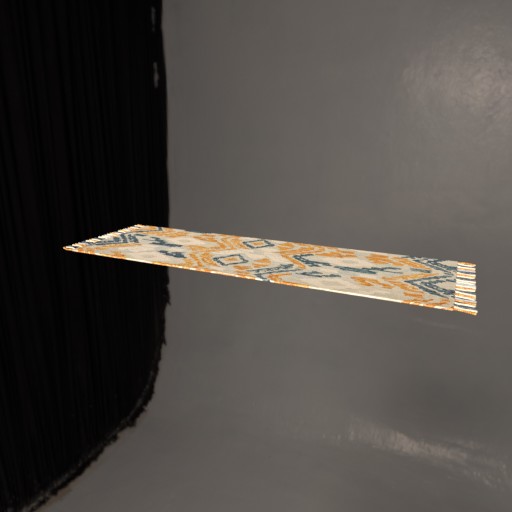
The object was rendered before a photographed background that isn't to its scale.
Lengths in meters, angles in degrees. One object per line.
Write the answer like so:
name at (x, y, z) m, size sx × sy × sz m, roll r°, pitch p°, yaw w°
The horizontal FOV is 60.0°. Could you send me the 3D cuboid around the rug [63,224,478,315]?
rug at (0.000, 0.000, 2.709) m, size 2.437 × 0.010 × 0.783 m, roll 8°, pitch 18°, yaw 24°
